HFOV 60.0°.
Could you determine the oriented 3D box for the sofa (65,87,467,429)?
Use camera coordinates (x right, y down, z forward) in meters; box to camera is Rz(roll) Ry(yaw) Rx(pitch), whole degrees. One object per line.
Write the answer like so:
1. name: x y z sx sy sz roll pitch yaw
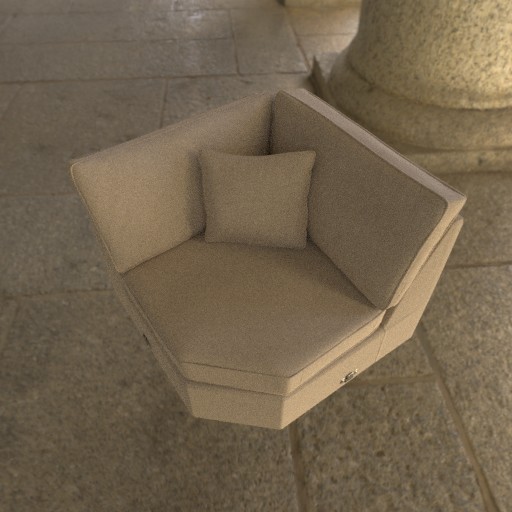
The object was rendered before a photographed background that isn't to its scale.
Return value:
1. sofa: 0.000 0.000 1.811 1.050 0.937 1.042 -26 52 -23
